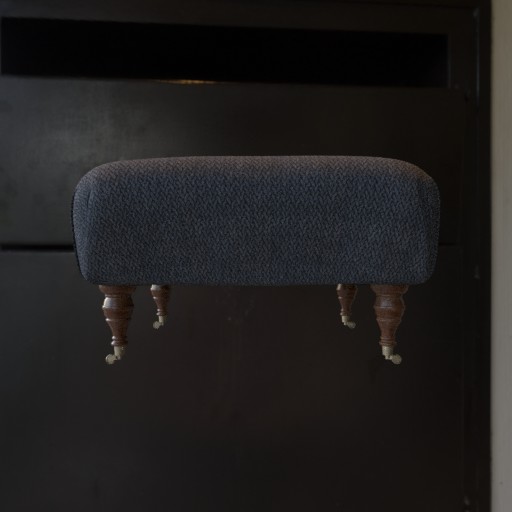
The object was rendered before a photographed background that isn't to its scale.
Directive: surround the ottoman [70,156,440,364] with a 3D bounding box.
[{"bbox_3d":[0.000,0.000,1.141,0.747,0.450,0.622,0,1,0],"label":"ottoman"}]
